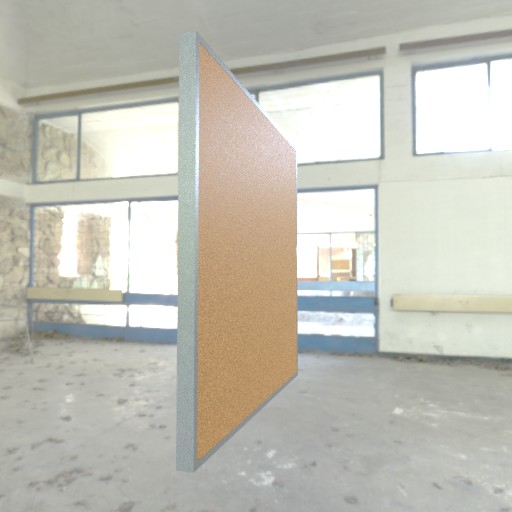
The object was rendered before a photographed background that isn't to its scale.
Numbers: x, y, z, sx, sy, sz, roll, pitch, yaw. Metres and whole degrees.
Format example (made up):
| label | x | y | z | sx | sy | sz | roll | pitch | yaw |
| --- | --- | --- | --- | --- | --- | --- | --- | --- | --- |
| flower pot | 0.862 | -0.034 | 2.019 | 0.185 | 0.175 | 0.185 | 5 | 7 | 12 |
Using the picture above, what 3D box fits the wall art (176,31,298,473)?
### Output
| label | x | y | z | sx | sy | sz | roll | pitch | yaw |
| --- | --- | --- | --- | --- | --- | --- | --- | --- | --- |
| wall art | 0.000 | 0.000 | 1.197 | 0.038 | 0.807 | 0.809 | -1 | -2 | 19 |
